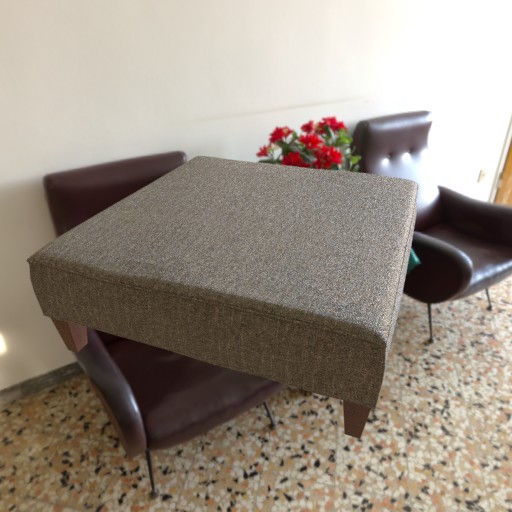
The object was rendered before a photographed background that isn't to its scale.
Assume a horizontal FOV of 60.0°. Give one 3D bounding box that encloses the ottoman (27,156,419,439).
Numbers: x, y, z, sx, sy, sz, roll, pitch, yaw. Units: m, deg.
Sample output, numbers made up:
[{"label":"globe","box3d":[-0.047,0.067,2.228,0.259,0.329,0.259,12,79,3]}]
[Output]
[{"label":"ottoman","box3d":[0.000,0.000,1.524,0.981,0.379,1.016,11,31,18]}]
